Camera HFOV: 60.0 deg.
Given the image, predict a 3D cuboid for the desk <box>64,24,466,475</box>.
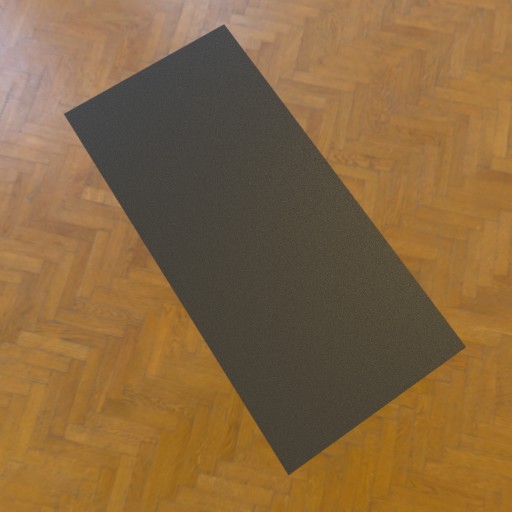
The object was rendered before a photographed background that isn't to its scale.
[{"bbox_3d":[0.000,0.000,1.488,0.525,0.780,1.057,-33,79,-7],"label":"desk"}]
